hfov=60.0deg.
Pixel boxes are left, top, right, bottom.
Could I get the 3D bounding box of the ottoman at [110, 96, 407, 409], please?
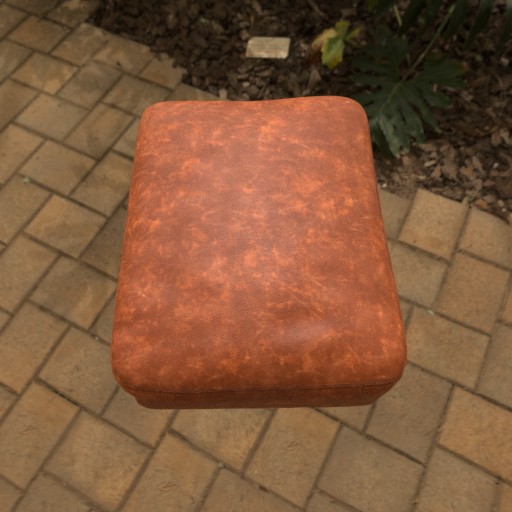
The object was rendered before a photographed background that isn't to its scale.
[{"bbox_3d":[0.000,0.000,1.251,0.657,0.562,0.832,-1,64,-1],"label":"ottoman"}]
